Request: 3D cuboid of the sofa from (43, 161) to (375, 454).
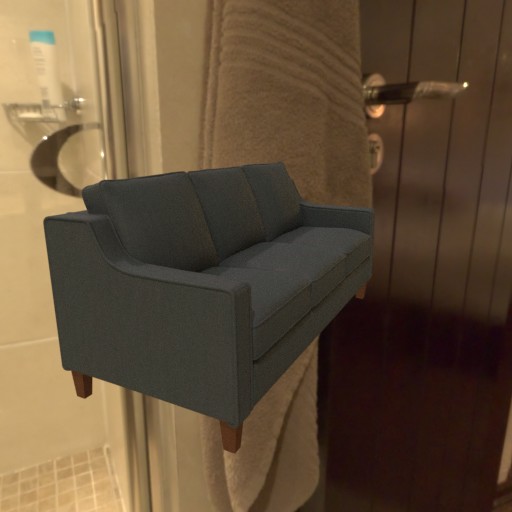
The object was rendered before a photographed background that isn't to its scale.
[{"bbox_3d":[0.000,0.000,2.514,0.911,0.974,1.986,8,17,27],"label":"sofa"}]
